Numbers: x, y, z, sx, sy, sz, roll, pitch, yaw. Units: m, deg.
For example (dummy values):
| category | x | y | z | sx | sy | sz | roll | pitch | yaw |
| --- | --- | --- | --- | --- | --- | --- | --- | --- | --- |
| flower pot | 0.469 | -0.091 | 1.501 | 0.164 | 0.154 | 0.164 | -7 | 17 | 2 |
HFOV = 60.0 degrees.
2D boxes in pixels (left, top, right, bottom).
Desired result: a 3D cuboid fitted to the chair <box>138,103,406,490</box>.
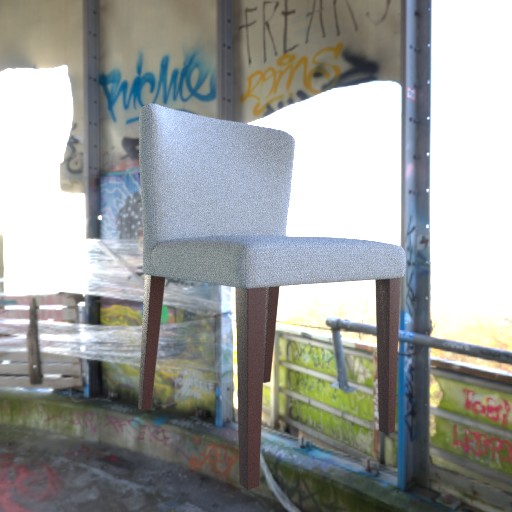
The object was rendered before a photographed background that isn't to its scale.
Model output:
| category | x | y | z | sx | sy | sz | roll | pitch | yaw |
| --- | --- | --- | --- | --- | --- | --- | --- | --- | --- |
| chair | 0.000 | 0.000 | 1.140 | 0.491 | 0.839 | 0.589 | -1 | 2 | -36 |
